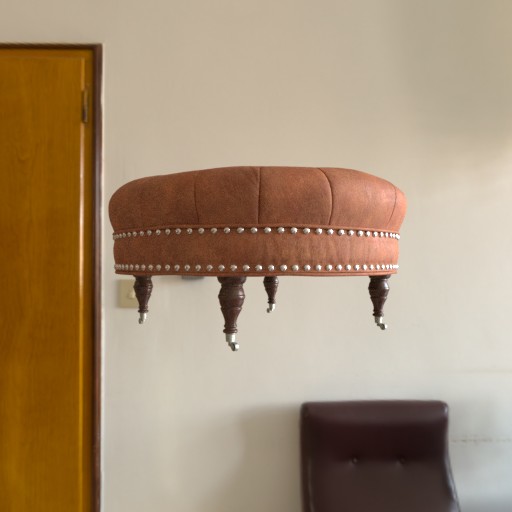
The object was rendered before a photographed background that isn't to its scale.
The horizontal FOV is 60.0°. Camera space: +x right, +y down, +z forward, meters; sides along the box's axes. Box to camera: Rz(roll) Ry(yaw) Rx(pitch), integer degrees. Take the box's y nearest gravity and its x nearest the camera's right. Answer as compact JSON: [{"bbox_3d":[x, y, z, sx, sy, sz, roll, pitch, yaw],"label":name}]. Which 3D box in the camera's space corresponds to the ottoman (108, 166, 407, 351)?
[{"bbox_3d":[0.000,0.000,1.388,0.901,0.444,0.901,0,-1,0],"label":"ottoman"}]
